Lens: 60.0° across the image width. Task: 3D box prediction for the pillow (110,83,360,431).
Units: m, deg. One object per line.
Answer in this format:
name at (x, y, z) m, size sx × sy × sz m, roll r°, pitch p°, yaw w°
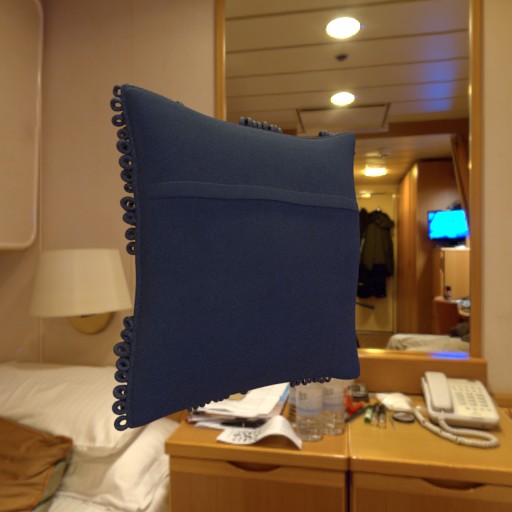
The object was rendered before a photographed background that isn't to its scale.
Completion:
pillow at (0.000, 0.000, 0.719) m, size 0.469 × 0.466 × 0.172 m, roll 0°, pitch 0°, yaw -36°
